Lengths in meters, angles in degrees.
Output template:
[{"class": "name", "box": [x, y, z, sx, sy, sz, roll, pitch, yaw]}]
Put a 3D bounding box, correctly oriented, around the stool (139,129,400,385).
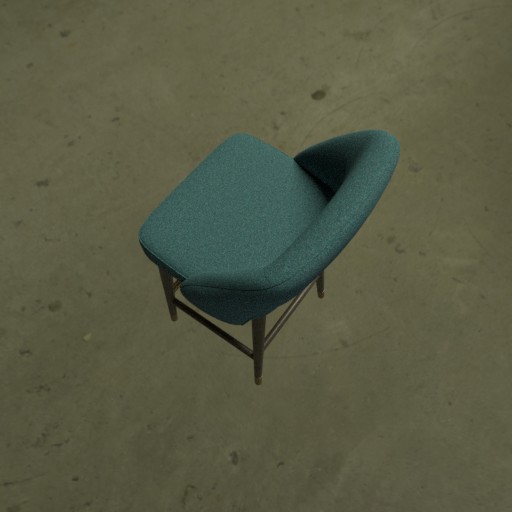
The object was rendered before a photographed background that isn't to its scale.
[{"class": "stool", "box": [0.000, 0.000, 1.341, 0.522, 1.032, 0.536, 34, 68, 15]}]
